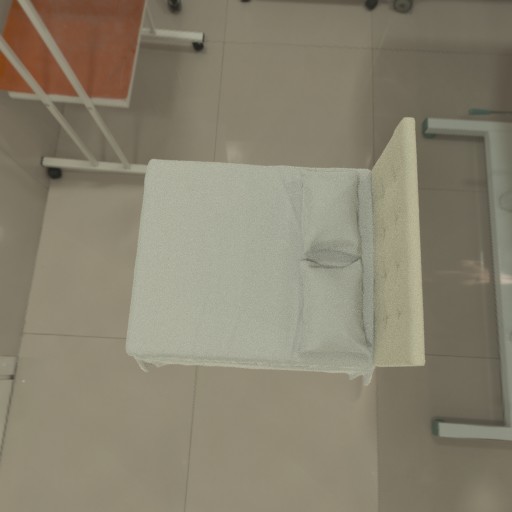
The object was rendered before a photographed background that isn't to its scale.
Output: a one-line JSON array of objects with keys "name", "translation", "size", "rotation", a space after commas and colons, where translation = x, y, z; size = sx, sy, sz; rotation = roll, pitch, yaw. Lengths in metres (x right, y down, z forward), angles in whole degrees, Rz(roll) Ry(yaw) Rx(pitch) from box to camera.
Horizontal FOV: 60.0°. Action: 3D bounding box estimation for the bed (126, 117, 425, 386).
[{"name": "bed", "translation": [0.000, 0.000, 3.529], "size": [2.222, 1.577, 1.936], "rotation": [3, 76, 1]}]
